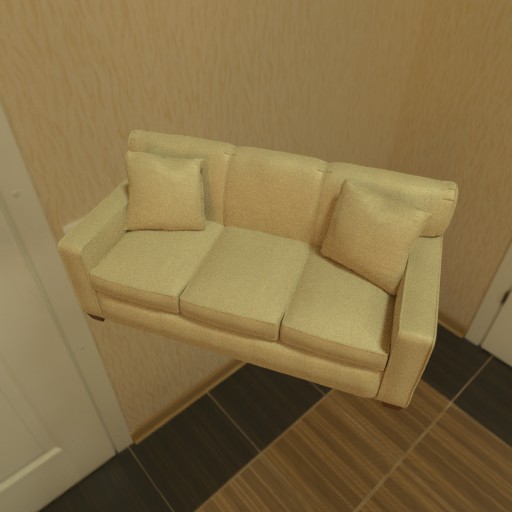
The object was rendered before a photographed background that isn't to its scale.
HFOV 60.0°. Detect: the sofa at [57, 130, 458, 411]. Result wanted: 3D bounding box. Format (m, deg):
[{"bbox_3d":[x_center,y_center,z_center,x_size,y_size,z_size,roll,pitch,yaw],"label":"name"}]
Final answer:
[{"bbox_3d":[0.000,0.000,2.612,2.024,0.958,0.997,13,43,14],"label":"sofa"}]
